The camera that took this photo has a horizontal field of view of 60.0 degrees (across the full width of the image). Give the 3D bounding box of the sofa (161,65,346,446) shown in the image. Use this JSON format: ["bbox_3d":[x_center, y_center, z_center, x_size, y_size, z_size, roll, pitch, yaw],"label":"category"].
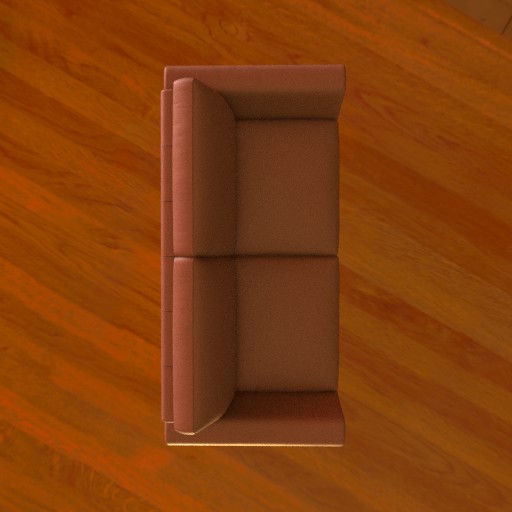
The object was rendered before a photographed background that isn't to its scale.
[{"bbox_3d":[0.000,0.000,2.486,0.953,0.875,2.017,0,91,1],"label":"sofa"}]
